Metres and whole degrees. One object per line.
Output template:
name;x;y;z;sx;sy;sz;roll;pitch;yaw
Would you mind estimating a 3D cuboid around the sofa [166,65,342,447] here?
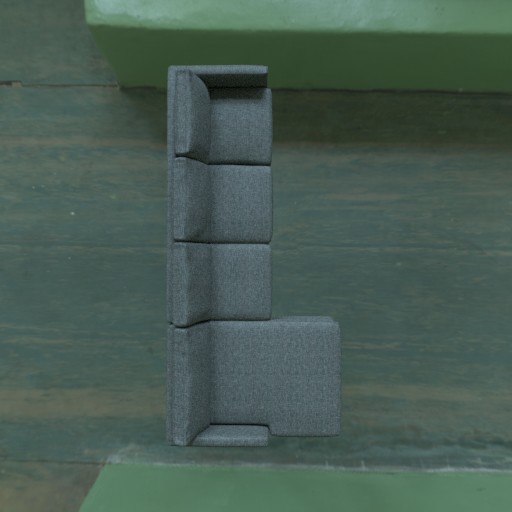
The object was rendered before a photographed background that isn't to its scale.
sofa;0.000;0.000;4.255;1.635;0.960;3.485;0;89;1
